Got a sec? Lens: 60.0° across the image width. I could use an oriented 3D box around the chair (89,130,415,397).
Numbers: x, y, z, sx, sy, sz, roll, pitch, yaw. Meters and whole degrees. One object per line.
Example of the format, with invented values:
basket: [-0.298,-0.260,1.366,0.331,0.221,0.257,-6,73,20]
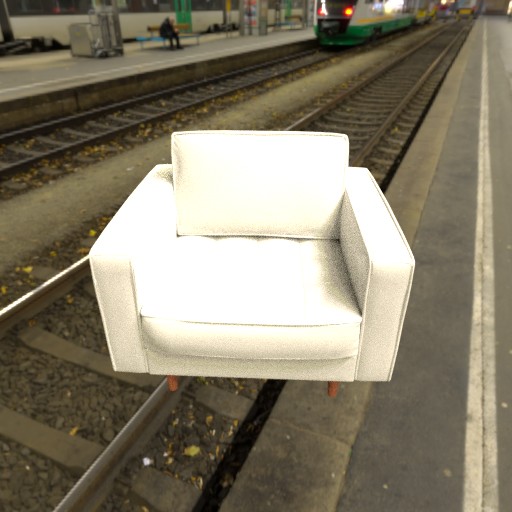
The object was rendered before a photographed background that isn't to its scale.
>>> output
chair: [0.000,0.000,1.586,0.928,0.773,0.843,1,30,3]
